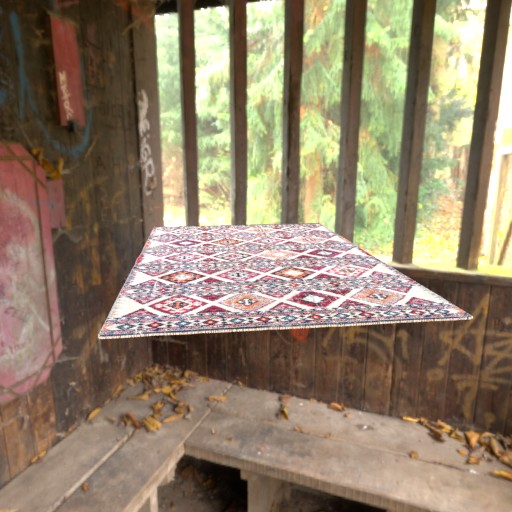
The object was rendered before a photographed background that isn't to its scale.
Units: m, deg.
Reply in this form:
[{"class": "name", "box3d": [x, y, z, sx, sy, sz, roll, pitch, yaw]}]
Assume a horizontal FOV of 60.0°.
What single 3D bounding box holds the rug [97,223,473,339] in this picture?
[{"class": "rug", "box3d": [0.000, 0.000, 2.939, 1.545, 0.010, 2.440, -2, 14, -7]}]
